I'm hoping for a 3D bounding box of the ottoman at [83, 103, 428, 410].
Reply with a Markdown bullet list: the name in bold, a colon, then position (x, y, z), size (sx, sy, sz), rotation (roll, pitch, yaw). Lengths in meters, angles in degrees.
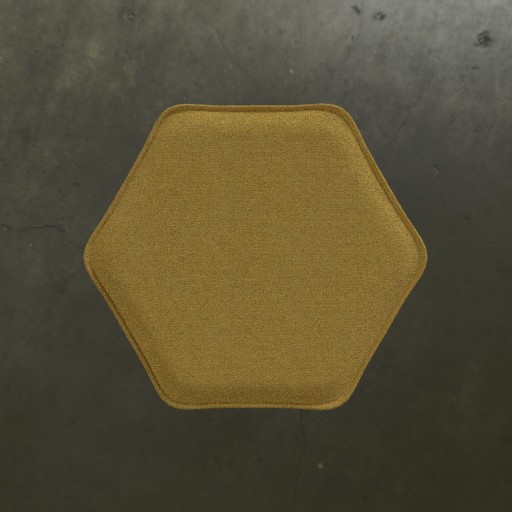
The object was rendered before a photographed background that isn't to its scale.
- **ottoman**: position (0.000, 0.000, 0.864), size (0.494, 0.502, 0.443), rotation (0, 91, 1)
